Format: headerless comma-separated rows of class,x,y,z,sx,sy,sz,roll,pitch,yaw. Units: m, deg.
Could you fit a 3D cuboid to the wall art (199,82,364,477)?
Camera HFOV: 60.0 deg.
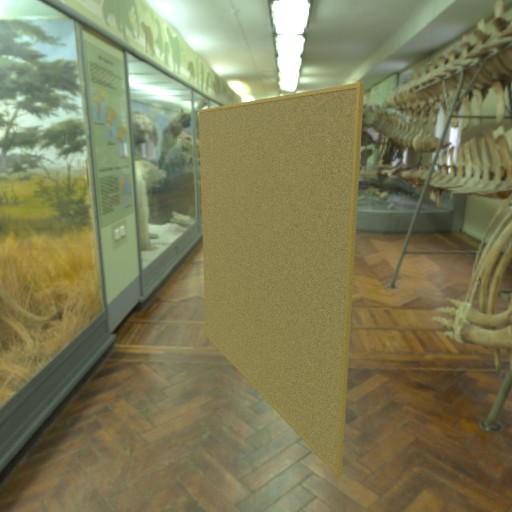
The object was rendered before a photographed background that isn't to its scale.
wall art,0.000,0.000,1.444,0.013,0.959,0.962,-7,16,-26
